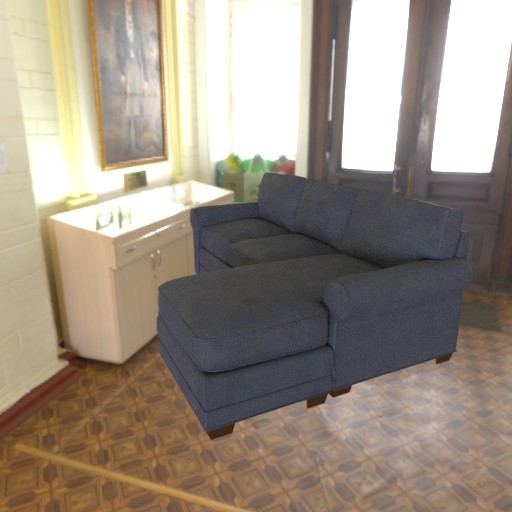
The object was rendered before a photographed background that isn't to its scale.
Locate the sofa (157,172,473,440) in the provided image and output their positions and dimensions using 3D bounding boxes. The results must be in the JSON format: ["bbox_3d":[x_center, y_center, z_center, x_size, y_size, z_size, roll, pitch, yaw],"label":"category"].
[{"bbox_3d":[0.000,0.000,3.429,1.780,1.063,2.567,-8,18,-25],"label":"sofa"}]
